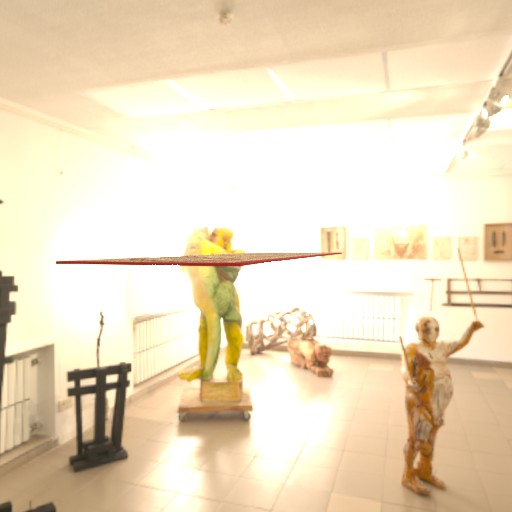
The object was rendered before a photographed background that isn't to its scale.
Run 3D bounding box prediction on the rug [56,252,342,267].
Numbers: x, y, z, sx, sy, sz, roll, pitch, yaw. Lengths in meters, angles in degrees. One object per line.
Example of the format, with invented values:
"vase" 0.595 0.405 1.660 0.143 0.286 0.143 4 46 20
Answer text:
"rug" 0.000 0.000 2.462 0.659 0.015 2.292 0 1 18
